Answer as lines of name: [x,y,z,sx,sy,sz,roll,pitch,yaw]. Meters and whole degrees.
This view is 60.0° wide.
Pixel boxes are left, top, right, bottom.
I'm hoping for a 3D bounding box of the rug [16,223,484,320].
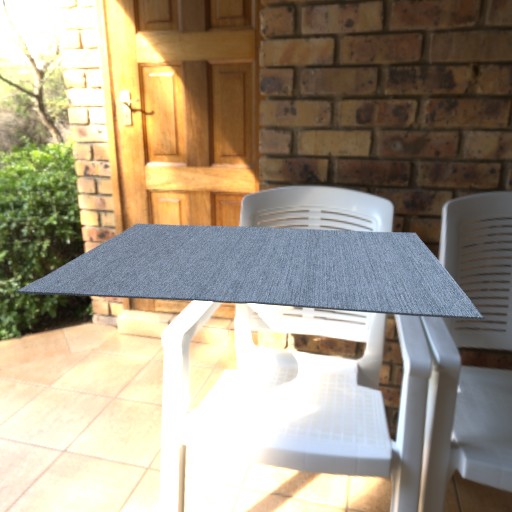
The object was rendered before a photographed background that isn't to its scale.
rug: [0.000,0.000,2.927,2.338,0.030,1.616,2,17,8]
